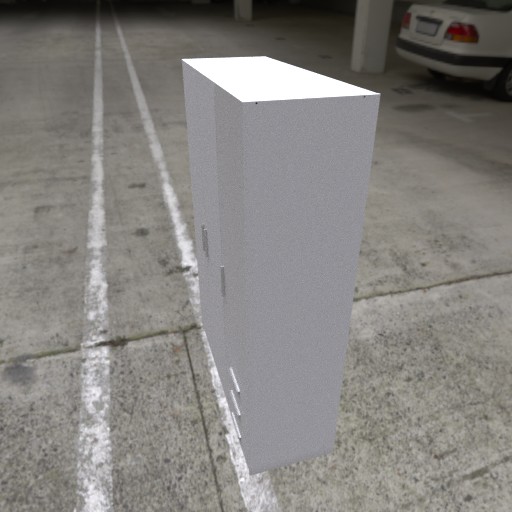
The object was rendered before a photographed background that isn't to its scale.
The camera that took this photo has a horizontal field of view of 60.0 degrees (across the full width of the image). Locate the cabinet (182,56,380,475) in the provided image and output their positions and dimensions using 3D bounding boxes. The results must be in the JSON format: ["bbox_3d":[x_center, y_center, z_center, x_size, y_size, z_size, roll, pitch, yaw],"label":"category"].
[{"bbox_3d":[0.000,0.000,2.477,0.510,1.910,1.290,-9,31,-15],"label":"cabinet"}]
